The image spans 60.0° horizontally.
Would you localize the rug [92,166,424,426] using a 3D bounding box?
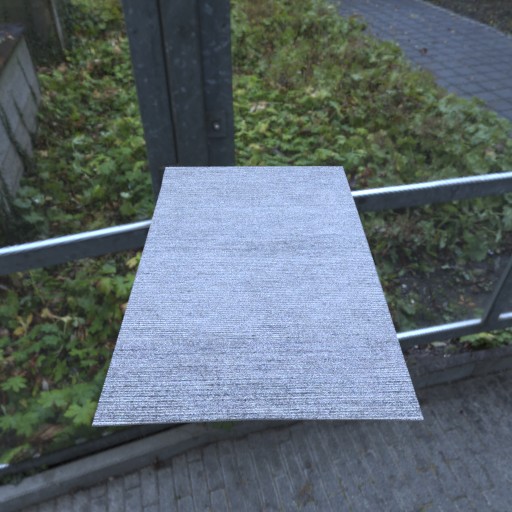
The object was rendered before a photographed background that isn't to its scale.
[{"bbox_3d":[0.000,0.000,2.214,1.159,0.021,1.789,0,41,0],"label":"rug"}]
